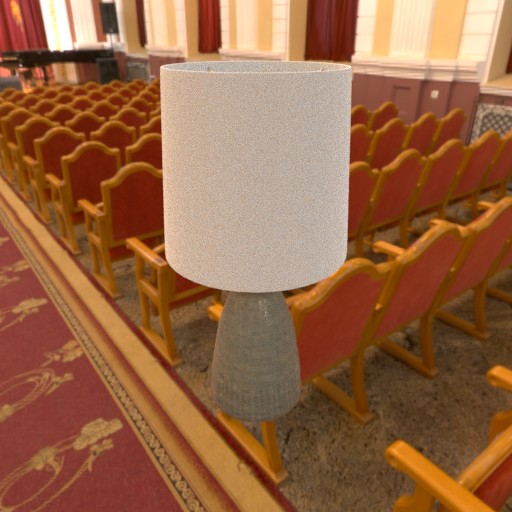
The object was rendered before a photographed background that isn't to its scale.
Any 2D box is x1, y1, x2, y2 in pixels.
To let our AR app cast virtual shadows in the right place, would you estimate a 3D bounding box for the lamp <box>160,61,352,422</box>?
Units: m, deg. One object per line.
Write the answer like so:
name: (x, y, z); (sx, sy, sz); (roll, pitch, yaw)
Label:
lamp: (0.000, 0.000, 0.467); (0.186, 0.369, 0.186); (0, 26, 0)
